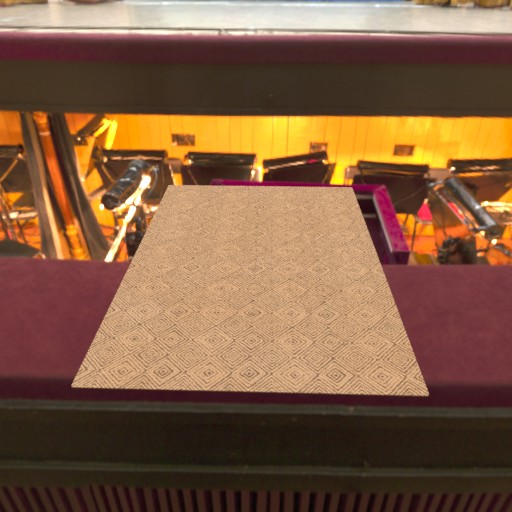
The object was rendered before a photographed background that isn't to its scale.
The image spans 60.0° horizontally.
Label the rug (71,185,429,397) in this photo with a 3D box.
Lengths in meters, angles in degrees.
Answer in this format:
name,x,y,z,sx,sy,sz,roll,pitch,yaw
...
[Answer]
name,x,y,z,sx,sy,sz,roll,pitch,yaw
rug,0.000,0.000,2.908,1.593,0.008,2.238,1,33,1
